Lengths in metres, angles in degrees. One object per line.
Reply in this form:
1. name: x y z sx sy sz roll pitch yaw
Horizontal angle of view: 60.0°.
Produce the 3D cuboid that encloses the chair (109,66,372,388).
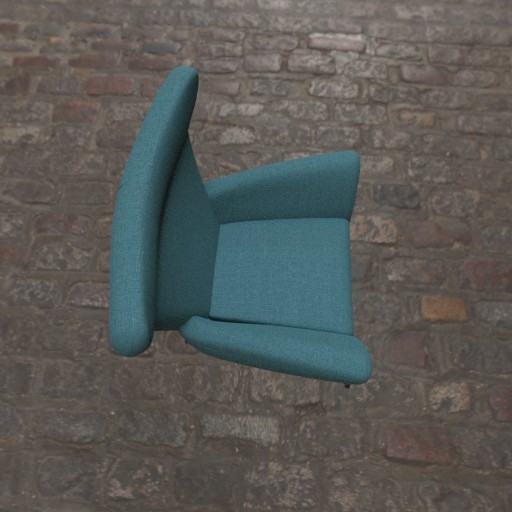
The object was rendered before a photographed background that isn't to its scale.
1. chair: 0.000 0.000 1.753 0.900 0.980 1.050 3 63 2
